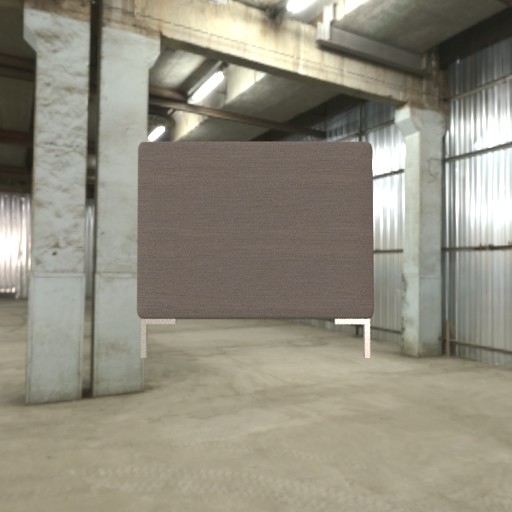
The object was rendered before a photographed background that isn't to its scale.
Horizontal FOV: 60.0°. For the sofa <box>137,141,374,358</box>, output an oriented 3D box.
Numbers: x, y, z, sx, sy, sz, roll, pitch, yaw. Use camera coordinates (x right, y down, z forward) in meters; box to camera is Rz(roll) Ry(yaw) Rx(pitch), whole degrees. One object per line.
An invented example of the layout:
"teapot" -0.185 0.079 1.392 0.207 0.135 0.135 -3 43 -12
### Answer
"sofa" 0.000 0.000 2.250 0.686 0.635 1.981 0 -2 0
